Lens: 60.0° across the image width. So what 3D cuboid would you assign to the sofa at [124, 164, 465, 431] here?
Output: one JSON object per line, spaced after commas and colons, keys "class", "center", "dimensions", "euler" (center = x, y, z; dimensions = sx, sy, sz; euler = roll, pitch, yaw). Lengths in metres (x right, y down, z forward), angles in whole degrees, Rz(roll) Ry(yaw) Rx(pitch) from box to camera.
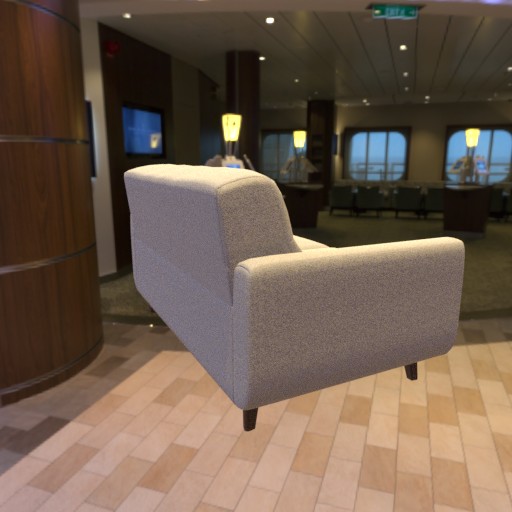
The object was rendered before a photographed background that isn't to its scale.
{"class": "sofa", "center": [0.000, 0.000, 2.212], "dimensions": [0.980, 0.892, 1.655], "euler": [-6, 14, -26]}
